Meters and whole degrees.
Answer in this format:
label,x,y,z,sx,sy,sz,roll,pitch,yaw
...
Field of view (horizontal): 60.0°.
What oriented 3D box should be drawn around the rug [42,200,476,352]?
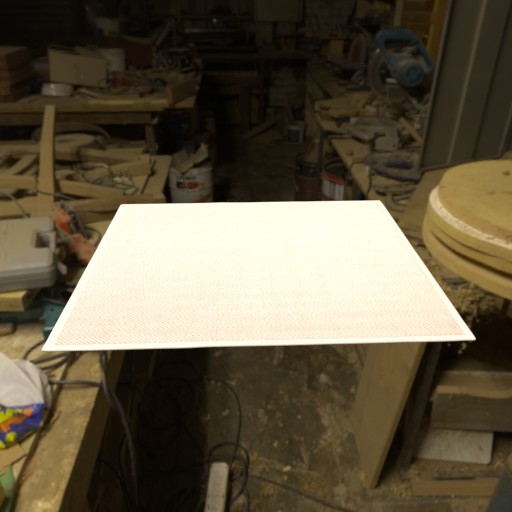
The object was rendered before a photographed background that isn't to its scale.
label,x,y,z,sx,sy,sz,roll,pitch,yaw
rug,0.000,0.000,4.091,3.009,0.019,2.423,-1,31,-2
